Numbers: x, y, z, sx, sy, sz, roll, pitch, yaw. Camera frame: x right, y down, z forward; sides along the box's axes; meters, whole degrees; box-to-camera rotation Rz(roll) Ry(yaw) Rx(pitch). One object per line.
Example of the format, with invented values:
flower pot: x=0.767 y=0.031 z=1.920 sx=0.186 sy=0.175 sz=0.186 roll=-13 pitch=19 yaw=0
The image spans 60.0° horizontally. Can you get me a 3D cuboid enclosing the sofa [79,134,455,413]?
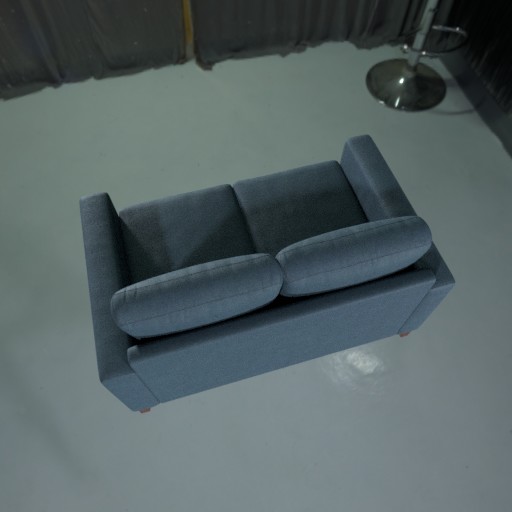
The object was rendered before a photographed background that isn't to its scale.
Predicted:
sofa: x=0.000 y=0.000 z=2.135 sx=1.489 sy=0.903 sz=0.955 roll=-14 pitch=60 yaw=-8
